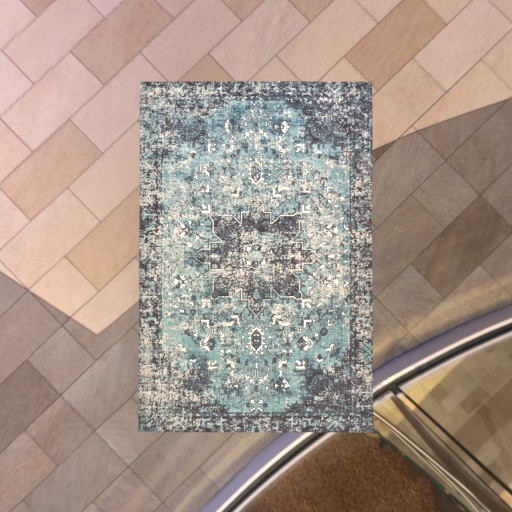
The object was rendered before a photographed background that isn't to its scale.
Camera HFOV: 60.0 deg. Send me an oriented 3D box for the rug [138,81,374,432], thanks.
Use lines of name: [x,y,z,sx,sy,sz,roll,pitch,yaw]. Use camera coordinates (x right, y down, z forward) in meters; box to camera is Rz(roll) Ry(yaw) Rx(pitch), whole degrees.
rug: [0.000,0.000,2.309,1.219,0.005,1.828,0,89,0]
